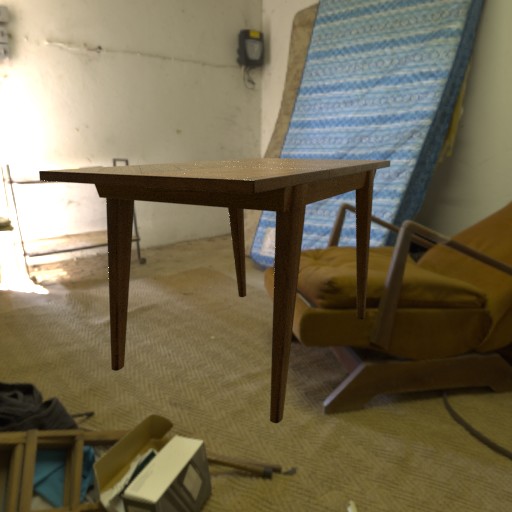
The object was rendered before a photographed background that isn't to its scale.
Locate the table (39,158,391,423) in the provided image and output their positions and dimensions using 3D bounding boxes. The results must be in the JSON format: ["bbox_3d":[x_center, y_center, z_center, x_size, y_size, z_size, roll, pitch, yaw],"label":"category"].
[{"bbox_3d":[0.000,0.000,1.876,0.757,0.760,1.400,8,16,28],"label":"table"}]
